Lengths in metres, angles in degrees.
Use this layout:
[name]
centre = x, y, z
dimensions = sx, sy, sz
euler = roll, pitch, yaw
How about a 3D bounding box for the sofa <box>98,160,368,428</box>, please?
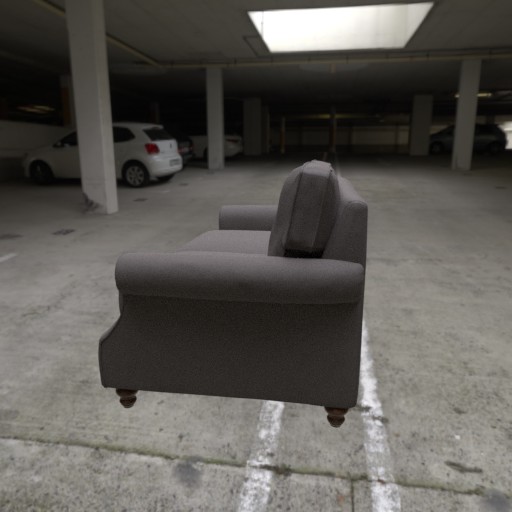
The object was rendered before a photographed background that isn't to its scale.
[sofa]
centre = 0.000, 0.000, 2.236
dimensions = 0.964, 0.937, 1.665
euler = 2, 13, 9
